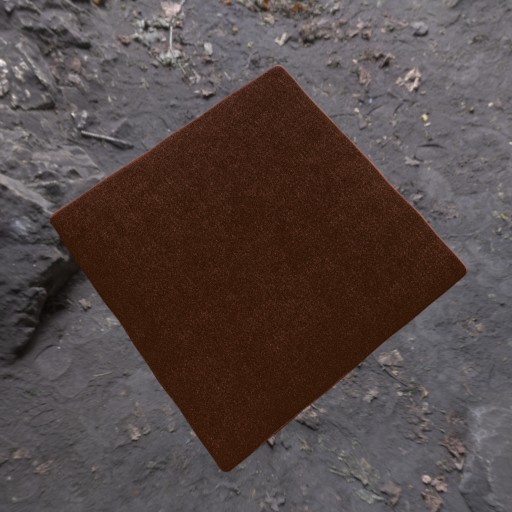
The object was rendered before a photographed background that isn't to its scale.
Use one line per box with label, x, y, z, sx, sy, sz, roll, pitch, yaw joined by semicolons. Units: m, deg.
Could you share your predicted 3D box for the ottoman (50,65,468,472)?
ottoman;0.000;0.000;1.596;0.999;0.438;0.997;-37;79;-9
